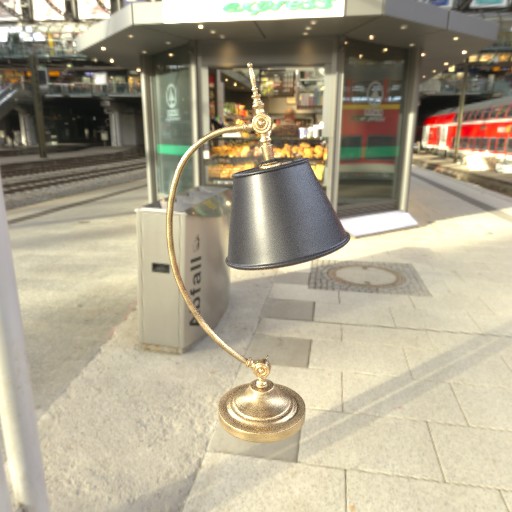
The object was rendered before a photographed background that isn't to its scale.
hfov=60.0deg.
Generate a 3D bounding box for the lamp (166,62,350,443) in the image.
[{"bbox_3d":[0.000,0.000,0.834,0.344,0.675,0.235,2,16,8],"label":"lamp"}]
